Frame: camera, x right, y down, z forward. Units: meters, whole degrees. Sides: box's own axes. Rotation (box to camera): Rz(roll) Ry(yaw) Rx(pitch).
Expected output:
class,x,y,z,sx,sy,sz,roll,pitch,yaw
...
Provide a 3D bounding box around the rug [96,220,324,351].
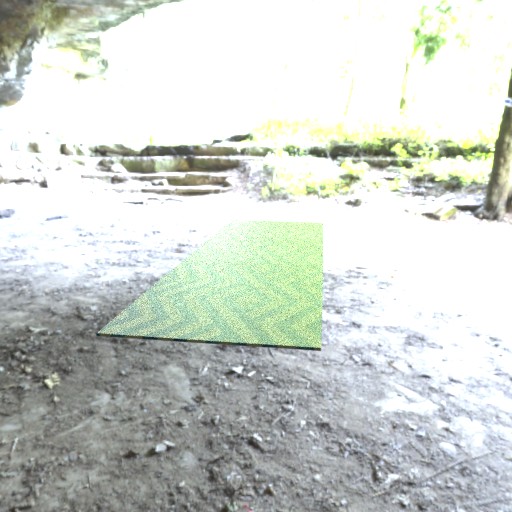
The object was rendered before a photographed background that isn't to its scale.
class,x,y,z,sx,sy,sz,roll,pitch,yaw
rug,0.000,0.000,1.670,0.503,0.007,1.492,2,15,8
